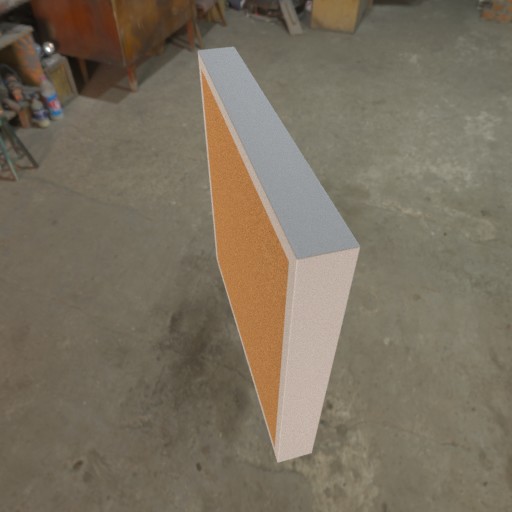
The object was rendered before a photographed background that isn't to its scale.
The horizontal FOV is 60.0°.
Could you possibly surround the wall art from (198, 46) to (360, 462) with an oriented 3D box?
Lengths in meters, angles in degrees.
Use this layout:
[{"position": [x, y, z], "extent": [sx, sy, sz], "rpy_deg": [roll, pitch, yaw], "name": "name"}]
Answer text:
[{"position": [0.000, 0.000, 0.458], "extent": [0.038, 0.305, 0.305], "rpy_deg": [-11, 47, -11], "name": "wall art"}]
